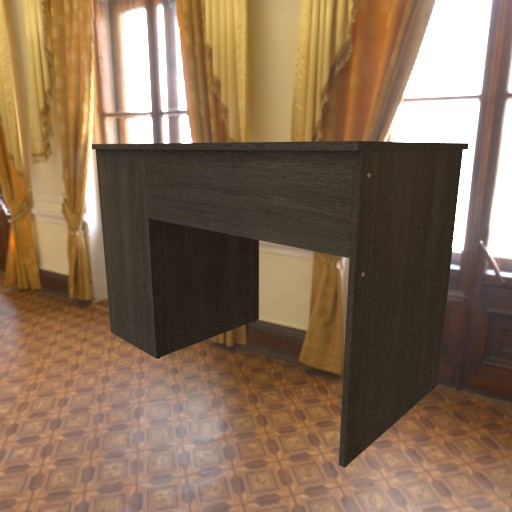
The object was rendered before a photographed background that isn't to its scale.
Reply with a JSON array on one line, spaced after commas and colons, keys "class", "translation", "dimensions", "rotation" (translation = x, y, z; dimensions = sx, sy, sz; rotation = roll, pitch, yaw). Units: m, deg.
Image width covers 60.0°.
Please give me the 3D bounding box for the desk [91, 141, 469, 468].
[{"class": "desk", "translation": [0.000, 0.000, 1.485], "dimensions": [1.096, 0.730, 0.560], "rotation": [13, 19, 43]}]
